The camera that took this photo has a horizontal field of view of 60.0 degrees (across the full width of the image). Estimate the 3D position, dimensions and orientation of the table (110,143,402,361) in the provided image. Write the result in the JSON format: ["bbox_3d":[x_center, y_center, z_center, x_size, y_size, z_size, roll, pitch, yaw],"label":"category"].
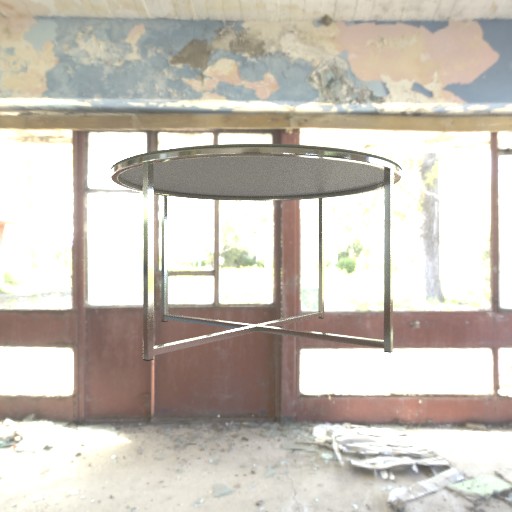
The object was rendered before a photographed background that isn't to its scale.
[{"bbox_3d":[0.000,0.000,1.278,0.800,0.450,0.800,0,0,0],"label":"table"}]
